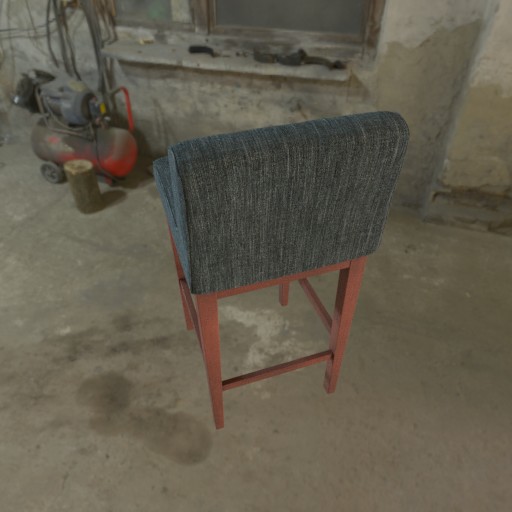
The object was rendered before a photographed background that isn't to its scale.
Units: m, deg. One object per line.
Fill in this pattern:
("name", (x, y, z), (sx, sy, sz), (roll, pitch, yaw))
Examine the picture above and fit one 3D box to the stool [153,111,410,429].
("stool", (0.000, 0.000, 1.096), (0.395, 0.835, 0.459), (-13, 42, -14))
